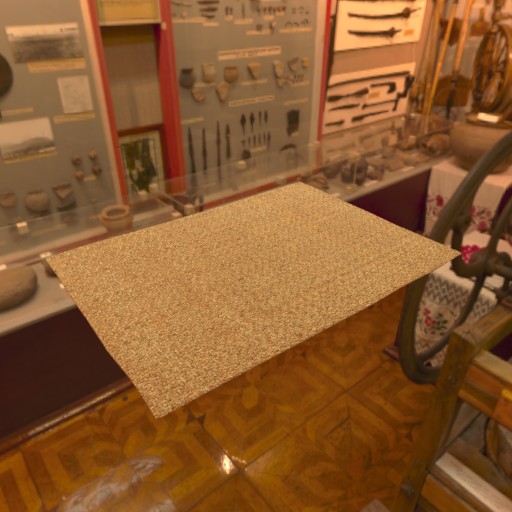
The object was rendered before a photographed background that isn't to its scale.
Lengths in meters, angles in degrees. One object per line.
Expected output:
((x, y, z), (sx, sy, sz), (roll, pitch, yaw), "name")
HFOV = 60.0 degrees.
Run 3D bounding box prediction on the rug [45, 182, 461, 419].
((0.000, 0.000, 2.798), (2.141, 0.013, 1.566), (-22, 37, -31), "rug")
